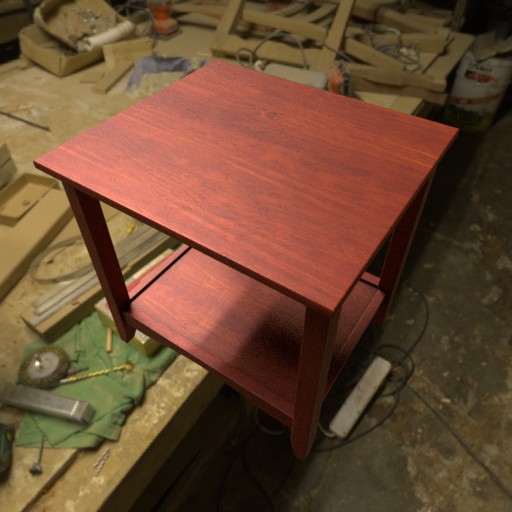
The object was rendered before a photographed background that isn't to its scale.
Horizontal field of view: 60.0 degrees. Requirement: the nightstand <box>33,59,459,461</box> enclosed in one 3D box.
[{"bbox_3d":[0.000,0.000,0.970,0.558,0.558,0.501,26,51,23],"label":"nightstand"}]
